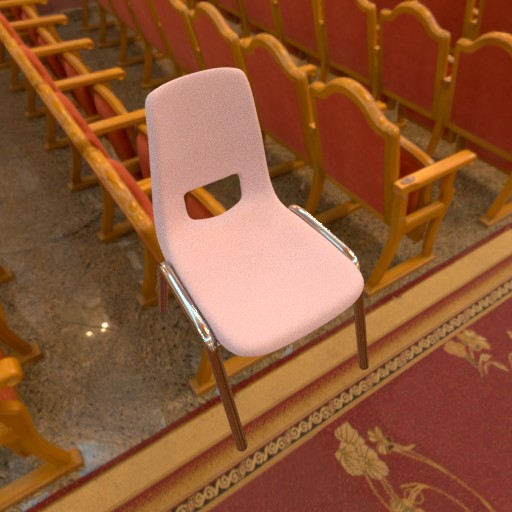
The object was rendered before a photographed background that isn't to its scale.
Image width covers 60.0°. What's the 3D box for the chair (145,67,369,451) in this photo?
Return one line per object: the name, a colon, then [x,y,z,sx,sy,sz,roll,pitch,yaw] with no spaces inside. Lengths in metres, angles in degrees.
chair: [0.000,0.000,0.869,0.354,0.586,0.423,-25,51,-22]
